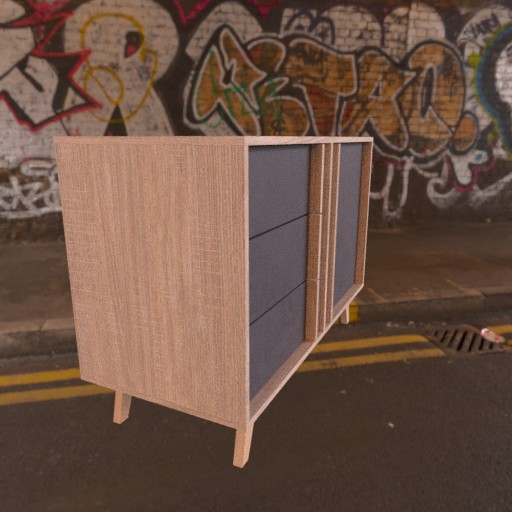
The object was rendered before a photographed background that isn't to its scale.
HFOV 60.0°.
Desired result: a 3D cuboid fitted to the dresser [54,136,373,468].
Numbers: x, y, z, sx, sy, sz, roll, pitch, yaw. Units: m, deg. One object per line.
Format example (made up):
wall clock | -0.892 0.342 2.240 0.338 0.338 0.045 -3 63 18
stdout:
dresser | 0.000 0.000 1.502 0.500 0.780 1.110 7 17 25
